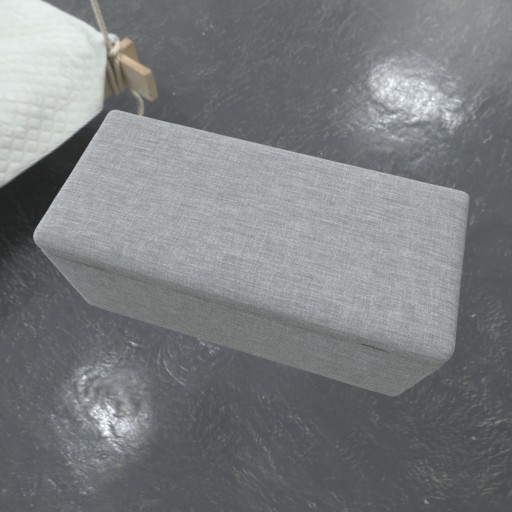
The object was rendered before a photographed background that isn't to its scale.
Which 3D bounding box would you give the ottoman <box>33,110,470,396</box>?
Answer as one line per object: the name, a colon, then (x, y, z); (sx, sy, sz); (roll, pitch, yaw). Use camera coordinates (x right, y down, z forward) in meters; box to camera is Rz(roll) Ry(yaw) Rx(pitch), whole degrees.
ottoman: (0.000, 0.000, 1.127); (0.902, 0.432, 0.419); (15, 63, 8)
